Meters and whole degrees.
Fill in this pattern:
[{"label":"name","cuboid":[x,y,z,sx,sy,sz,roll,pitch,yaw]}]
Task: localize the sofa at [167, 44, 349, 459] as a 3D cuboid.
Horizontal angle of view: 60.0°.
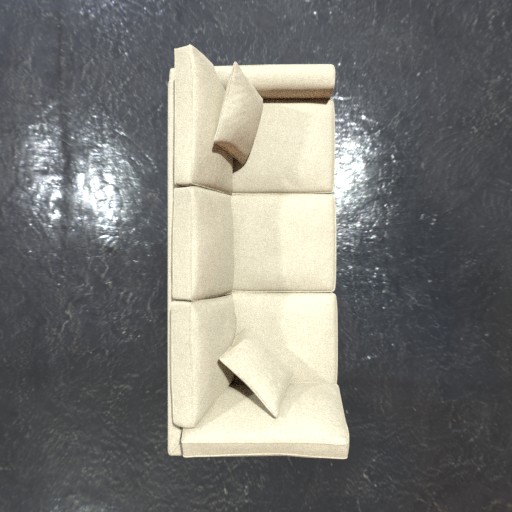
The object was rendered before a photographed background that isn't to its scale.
[{"label":"sofa","cuboid":[0.000,0.000,2.844,1.053,0.948,2.323,0,90,1]}]
